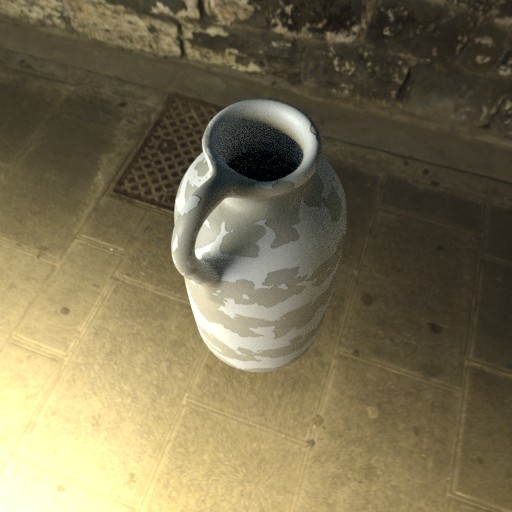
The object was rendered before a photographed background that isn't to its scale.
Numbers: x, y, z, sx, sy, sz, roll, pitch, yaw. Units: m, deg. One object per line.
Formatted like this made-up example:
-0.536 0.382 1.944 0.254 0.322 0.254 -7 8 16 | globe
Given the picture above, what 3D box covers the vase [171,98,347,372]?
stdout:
0.000 0.000 0.488 0.186 0.382 0.203 31 67 15 | vase
